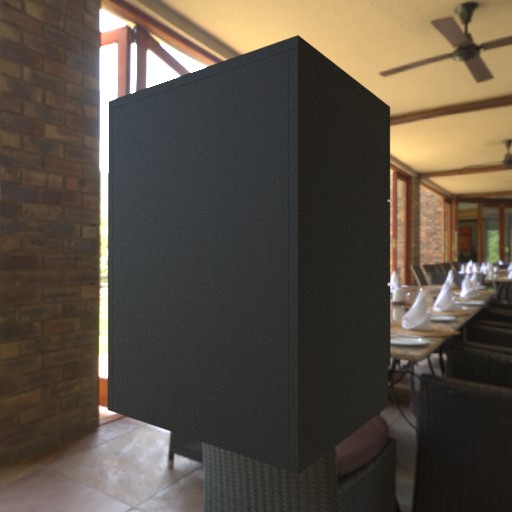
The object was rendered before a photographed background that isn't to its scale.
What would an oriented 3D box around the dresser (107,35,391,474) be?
[{"bbox_3d":[0.000,0.000,0.826,0.400,0.560,0.360,0,0,36],"label":"dresser"}]
